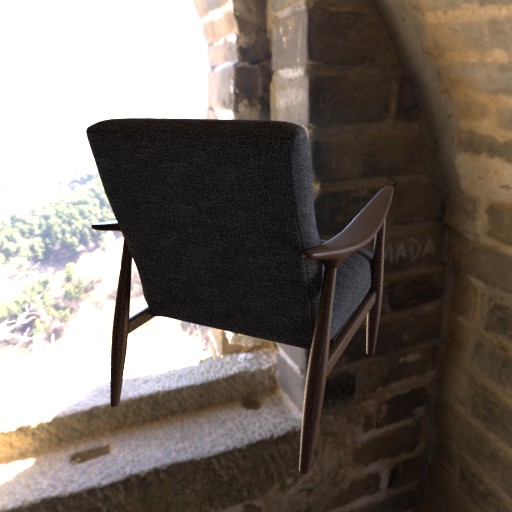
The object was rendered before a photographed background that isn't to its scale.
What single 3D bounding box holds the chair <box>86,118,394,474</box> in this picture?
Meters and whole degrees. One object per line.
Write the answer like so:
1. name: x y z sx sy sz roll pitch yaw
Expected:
1. chair: 0.000 0.000 1.406 0.741 0.832 0.798 8 19 25
